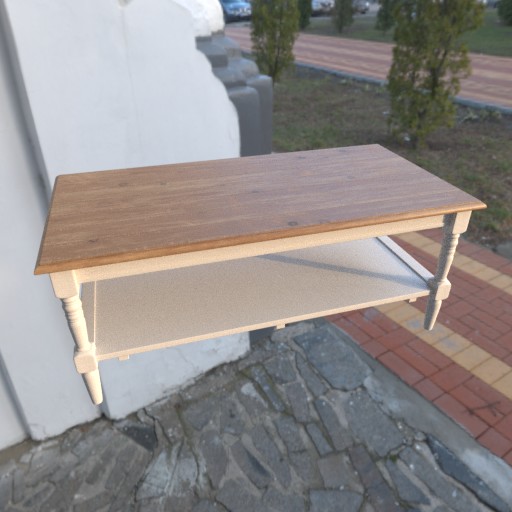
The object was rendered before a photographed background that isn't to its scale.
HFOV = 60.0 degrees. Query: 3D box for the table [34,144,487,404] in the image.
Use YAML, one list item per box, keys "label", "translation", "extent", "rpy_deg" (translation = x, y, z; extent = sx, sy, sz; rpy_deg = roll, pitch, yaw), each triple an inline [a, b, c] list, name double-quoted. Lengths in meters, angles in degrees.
- label: "table"
  translation: [0.000, 0.000, 1.383]
  extent: [1.118, 0.458, 0.559]
  rpy_deg: [-9, 32, -14]
